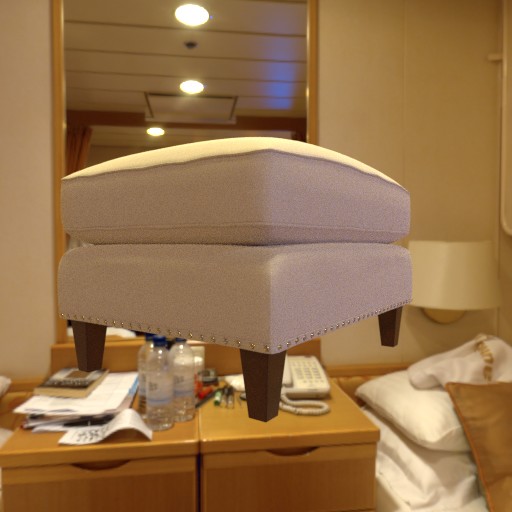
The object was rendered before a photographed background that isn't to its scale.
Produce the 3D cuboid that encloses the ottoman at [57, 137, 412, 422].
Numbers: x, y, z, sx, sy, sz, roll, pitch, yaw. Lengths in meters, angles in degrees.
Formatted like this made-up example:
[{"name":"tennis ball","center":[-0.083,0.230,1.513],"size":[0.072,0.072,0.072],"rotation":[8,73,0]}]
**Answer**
[{"name":"ottoman","center":[0.000,0.000,1.125],"size":[0.584,0.513,0.741],"rotation":[1,2,35]}]
